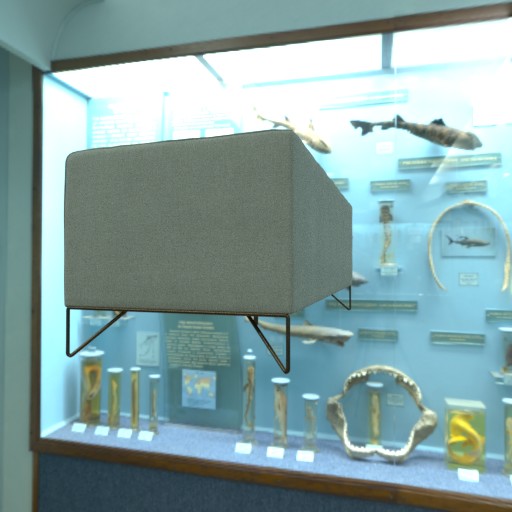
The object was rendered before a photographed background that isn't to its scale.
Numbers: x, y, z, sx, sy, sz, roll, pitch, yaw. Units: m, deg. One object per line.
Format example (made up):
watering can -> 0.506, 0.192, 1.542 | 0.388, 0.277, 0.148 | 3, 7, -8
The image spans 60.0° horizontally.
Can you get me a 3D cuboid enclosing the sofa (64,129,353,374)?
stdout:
sofa -> 0.000, 0.000, 2.529 | 0.912, 0.798, 2.079 | 0, -1, 17
